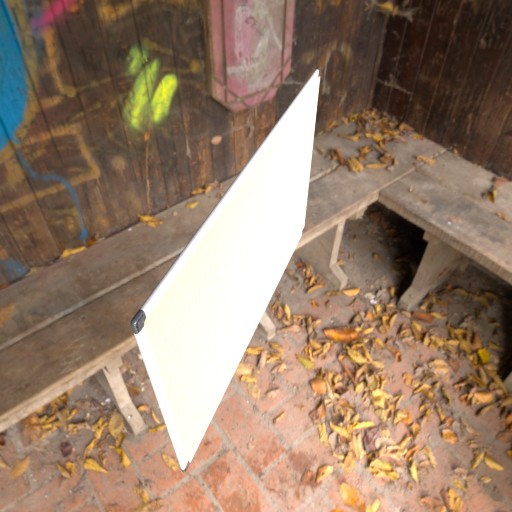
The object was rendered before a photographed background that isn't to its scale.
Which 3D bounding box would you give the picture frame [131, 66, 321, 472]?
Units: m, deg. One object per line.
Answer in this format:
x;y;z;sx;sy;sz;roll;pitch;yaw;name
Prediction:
0.000;0.000;1.109;0.010;0.600;0.900;16;48;15;picture frame
